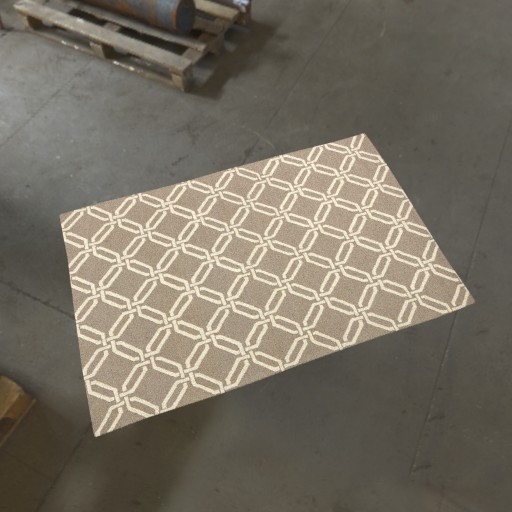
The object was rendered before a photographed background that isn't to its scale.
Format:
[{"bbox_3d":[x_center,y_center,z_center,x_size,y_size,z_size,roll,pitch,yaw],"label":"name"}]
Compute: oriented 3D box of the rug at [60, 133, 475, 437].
[{"bbox_3d":[0.000,0.000,2.148,1.748,0.010,1.142,-17,61,-10],"label":"rug"}]
